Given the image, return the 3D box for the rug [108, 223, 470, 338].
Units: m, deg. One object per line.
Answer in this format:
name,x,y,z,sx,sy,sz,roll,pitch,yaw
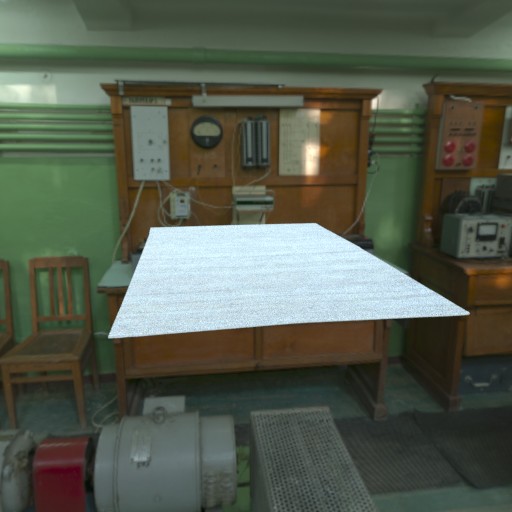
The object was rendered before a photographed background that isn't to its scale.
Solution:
rug,0.000,0.000,2.269,1.179,0.022,1.820,-2,14,-9
